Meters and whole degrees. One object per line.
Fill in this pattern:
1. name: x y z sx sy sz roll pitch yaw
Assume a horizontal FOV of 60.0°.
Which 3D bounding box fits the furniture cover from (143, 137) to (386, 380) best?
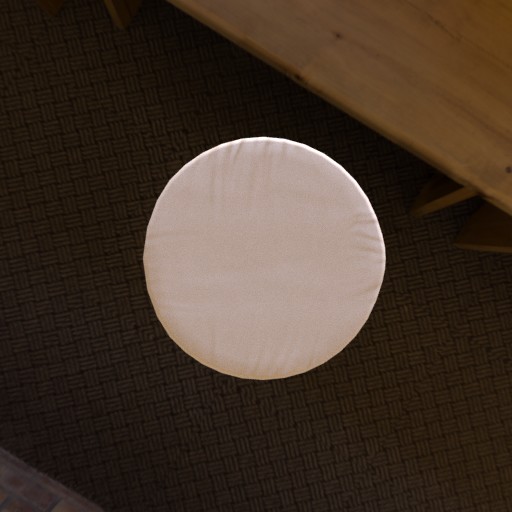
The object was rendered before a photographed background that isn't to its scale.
1. furniture cover: 0.000 0.000 2.864 0.914 2.413 0.914 0 90 -2
